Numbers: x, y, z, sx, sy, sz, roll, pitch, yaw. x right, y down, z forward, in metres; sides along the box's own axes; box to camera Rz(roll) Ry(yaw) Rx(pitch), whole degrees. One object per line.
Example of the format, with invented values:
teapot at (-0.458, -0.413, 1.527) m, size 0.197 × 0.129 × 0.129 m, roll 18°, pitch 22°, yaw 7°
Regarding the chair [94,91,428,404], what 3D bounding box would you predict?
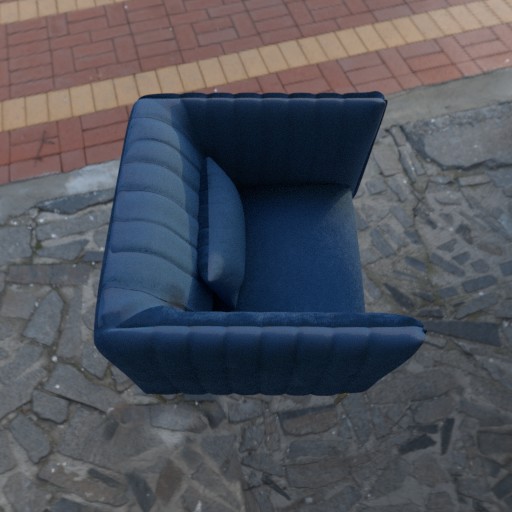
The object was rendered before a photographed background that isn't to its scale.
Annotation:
chair at (0.000, 0.000, 1.618) m, size 0.877 × 0.793 × 0.947 m, roll 0°, pitch 63°, yaw 0°
